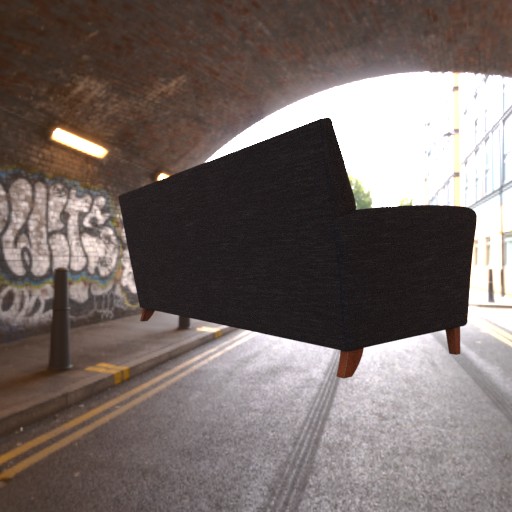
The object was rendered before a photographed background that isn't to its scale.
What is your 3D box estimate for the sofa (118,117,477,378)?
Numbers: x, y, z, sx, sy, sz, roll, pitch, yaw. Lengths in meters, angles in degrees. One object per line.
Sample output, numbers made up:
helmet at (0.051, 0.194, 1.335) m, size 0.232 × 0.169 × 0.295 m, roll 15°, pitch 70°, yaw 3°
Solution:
sofa at (0.000, 0.000, 2.391) m, size 0.875 × 0.846 × 1.976 m, roll 1°, pitch -1°, yaw -36°
